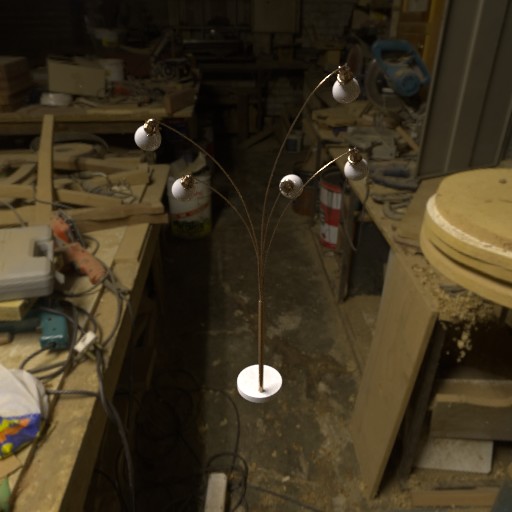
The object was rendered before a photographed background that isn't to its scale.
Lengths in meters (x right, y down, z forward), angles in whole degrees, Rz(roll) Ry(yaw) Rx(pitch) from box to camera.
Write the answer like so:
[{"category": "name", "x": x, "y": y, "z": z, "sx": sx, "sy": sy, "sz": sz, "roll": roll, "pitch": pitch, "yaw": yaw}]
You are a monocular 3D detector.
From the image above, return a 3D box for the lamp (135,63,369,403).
[{"category": "lamp", "x": 0.000, "y": 0.000, "z": 2.997, "sx": 1.405, "sy": 2.423, "sz": 0.361, "roll": -1, "pitch": 30, "yaw": -2}]
